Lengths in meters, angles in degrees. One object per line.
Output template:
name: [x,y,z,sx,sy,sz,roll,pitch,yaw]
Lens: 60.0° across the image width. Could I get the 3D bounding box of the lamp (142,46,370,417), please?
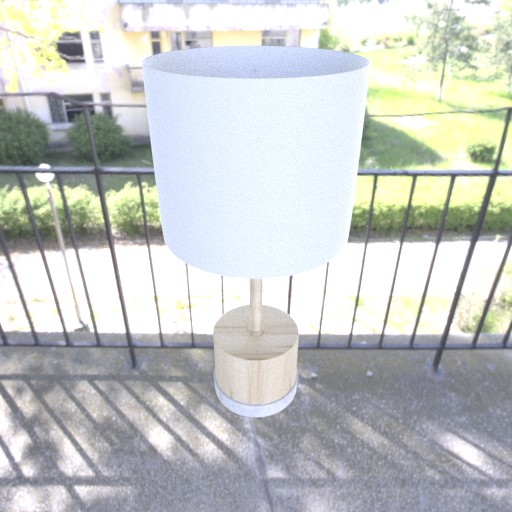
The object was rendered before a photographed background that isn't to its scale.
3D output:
lamp: [0.000,0.000,0.573,0.229,0.470,0.229,0,31,0]
